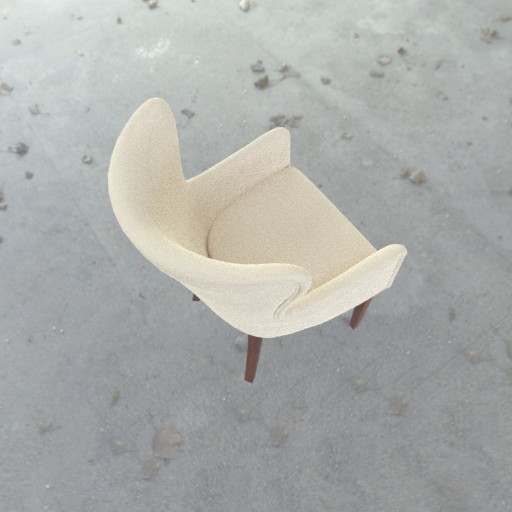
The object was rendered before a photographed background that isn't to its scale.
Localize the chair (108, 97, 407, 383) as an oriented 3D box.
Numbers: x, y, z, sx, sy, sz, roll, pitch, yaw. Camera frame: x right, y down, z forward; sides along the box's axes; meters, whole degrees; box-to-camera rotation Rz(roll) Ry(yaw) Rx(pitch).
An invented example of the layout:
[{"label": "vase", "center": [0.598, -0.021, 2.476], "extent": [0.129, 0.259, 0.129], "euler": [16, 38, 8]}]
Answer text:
[{"label": "chair", "center": [0.000, 0.000, 1.523], "extent": [0.744, 0.990, 0.696], "euler": [-30, 63, -17]}]
